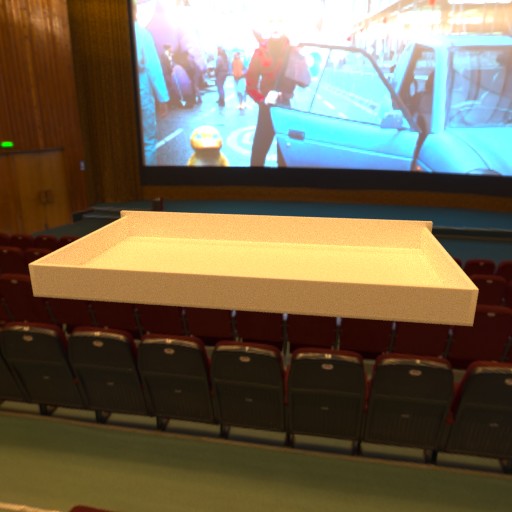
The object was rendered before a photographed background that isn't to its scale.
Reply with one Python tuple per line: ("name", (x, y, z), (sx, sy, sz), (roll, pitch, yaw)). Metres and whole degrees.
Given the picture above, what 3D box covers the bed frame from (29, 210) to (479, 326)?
("bed frame", (0.000, 0.000, 1.553), (1.300, 0.141, 0.670), (3, 18, 9))
